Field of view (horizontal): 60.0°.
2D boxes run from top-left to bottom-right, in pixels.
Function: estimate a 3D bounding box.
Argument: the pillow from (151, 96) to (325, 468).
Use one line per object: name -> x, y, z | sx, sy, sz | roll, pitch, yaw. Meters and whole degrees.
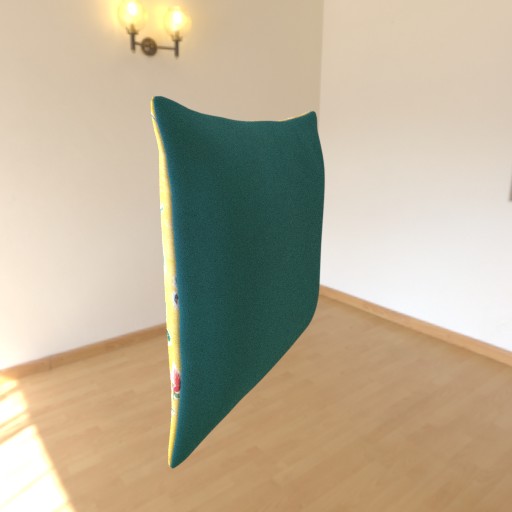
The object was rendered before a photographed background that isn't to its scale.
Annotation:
pillow -> 0.000, 0.000, 0.789 | 0.166, 0.508, 0.525 | 8, 18, 26
